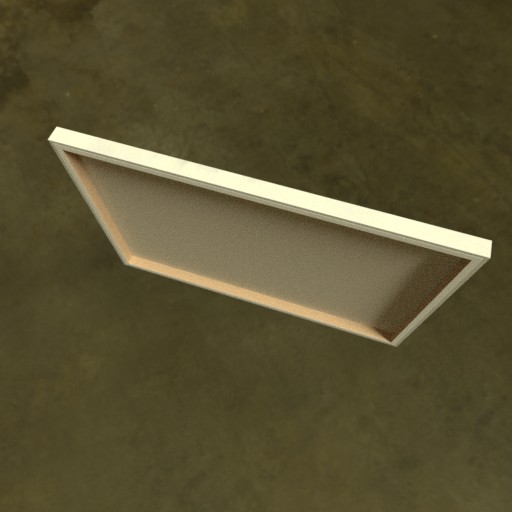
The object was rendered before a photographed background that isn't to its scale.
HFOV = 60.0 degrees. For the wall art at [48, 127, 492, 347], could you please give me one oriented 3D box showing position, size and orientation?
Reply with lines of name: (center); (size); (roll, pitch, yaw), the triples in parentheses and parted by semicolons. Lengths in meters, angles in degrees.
wall art: (0.000, 0.000, 1.156); (0.915, 0.610, 0.038); (16, 64, 8)
